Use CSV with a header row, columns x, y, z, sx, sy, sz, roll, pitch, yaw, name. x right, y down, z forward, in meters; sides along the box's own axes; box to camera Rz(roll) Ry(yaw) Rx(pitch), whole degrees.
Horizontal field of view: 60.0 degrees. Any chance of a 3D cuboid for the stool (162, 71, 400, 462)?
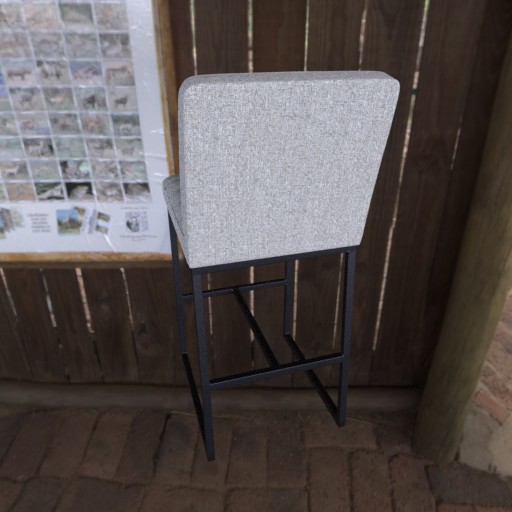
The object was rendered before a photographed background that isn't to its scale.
x,y,z,sx,sy,sz,roll,pitch,yaw,name
0.000,0.000,1.307,0.459,1.034,0.571,-8,27,-16,stool
